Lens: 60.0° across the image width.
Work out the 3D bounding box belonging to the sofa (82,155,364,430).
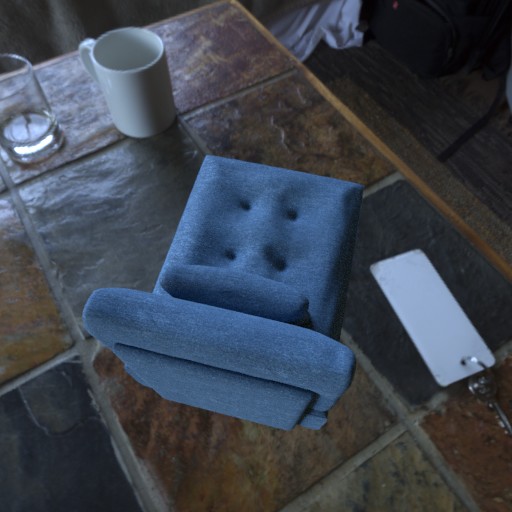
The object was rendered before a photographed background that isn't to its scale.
[{"bbox_3d":[0.000,0.000,1.564,0.700,0.820,1.000,12,62,6],"label":"sofa"}]
